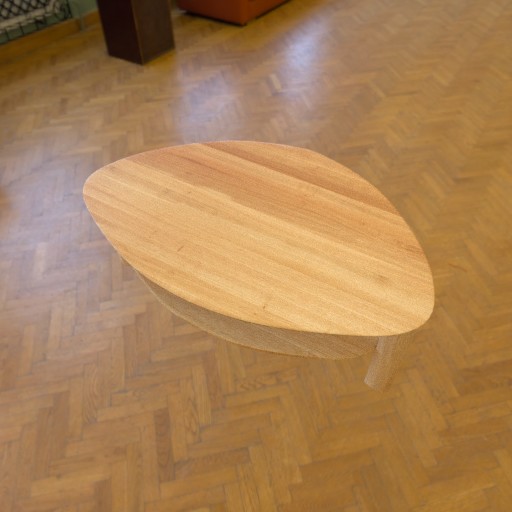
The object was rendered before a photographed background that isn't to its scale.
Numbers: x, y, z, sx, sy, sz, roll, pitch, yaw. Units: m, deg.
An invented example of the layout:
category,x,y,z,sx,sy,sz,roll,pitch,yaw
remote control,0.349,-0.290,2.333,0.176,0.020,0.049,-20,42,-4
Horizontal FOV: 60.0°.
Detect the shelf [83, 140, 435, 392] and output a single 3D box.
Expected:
category,x,y,z,sx,sy,sz,roll,pitch,yaw
shelf,0.000,0.000,1.643,1.246,0.440,0.845,23,51,21
